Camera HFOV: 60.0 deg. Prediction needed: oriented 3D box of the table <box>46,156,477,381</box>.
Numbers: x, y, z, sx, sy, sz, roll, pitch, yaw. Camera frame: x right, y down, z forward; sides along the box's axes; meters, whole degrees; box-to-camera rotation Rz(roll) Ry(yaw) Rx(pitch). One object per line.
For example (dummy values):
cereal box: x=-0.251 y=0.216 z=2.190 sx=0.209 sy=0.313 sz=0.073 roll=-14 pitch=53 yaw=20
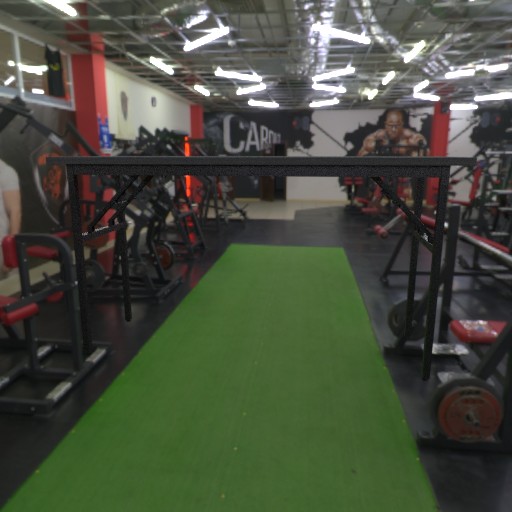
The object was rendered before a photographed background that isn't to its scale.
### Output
table: x=0.000 y=0.000 z=1.715 sx=1.399 sy=0.750 sz=0.449 roll=2 pitch=13 yaw=9
